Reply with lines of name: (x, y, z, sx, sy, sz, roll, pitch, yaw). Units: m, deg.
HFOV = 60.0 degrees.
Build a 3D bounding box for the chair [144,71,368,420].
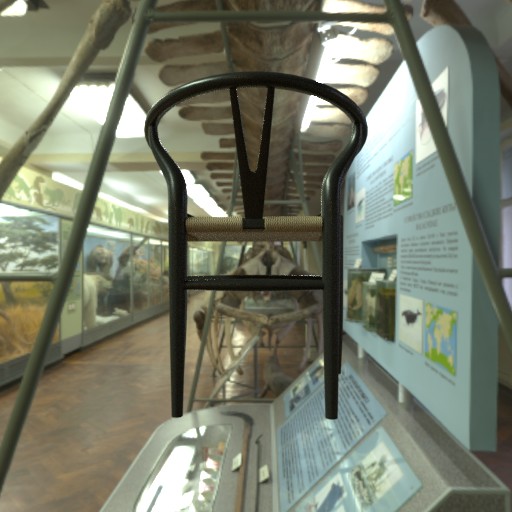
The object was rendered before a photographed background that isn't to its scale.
chair: (0.000, 0.000, 1.165, 0.570, 0.739, 0.570, 0, -1, 2)
